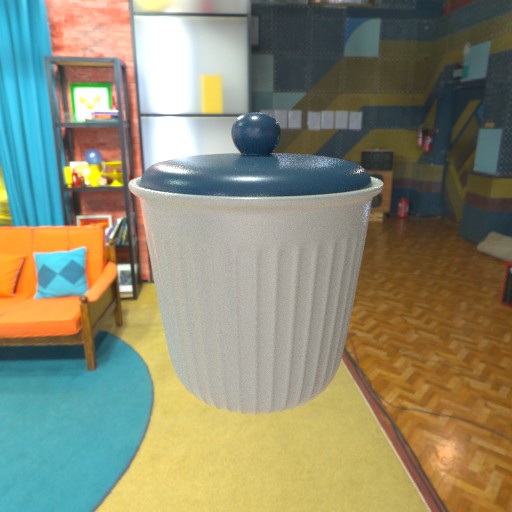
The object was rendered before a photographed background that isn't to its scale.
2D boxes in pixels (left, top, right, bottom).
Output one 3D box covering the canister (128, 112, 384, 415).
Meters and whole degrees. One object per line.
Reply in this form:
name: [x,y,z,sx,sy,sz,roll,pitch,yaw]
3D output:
canister: [0.000,0.000,0.342,0.181,0.211,0.181,0,16,0]
